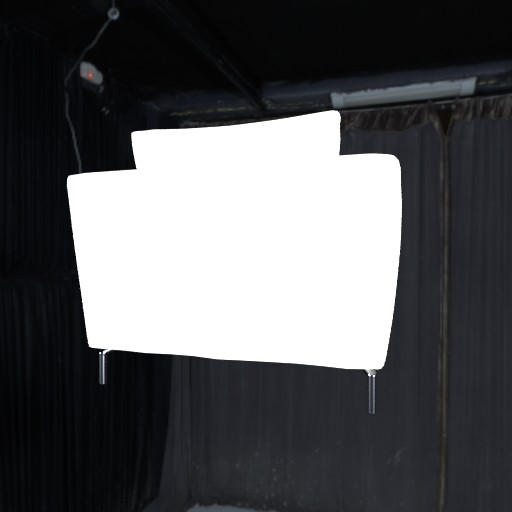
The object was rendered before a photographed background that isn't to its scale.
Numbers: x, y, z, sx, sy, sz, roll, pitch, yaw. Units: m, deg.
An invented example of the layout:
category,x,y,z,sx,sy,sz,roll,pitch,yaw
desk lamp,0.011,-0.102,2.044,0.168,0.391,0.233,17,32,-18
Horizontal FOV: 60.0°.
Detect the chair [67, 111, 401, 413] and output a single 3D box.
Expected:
category,x,y,z,sx,sy,sz,roll,pitch,yaw
chair,0.000,0.000,1.674,1.041,0.865,0.889,0,0,18
